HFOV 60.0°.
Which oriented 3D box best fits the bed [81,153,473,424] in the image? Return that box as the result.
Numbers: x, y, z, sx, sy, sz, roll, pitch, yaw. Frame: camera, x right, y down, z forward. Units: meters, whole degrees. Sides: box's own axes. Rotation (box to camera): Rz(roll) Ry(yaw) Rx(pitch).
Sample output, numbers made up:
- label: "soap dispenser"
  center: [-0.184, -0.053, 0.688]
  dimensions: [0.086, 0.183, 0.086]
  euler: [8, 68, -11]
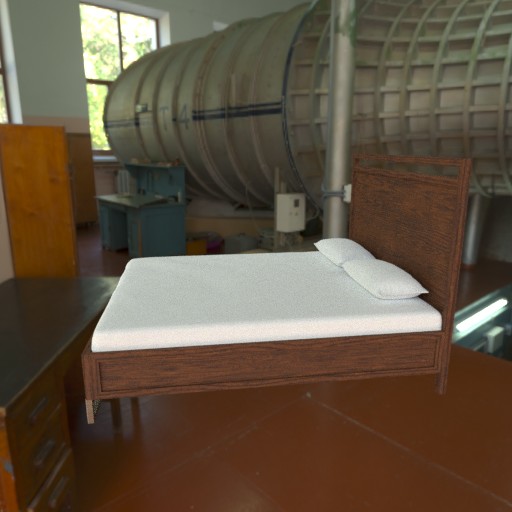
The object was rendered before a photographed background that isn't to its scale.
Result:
- label: "bed"
  center: [0.000, 0.000, 3.375]
  dimensions: [2.218, 1.487, 1.765]
  euler: [-2, 14, -8]
